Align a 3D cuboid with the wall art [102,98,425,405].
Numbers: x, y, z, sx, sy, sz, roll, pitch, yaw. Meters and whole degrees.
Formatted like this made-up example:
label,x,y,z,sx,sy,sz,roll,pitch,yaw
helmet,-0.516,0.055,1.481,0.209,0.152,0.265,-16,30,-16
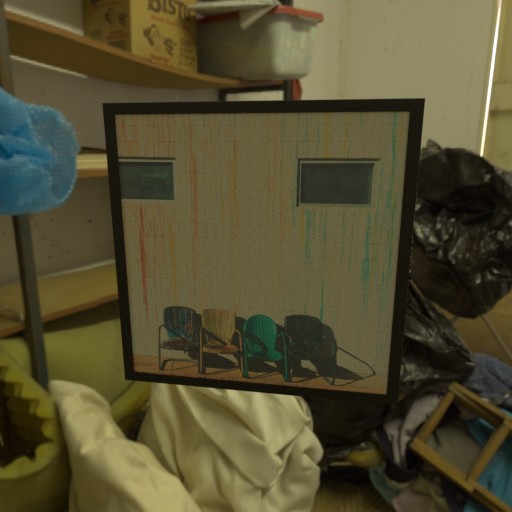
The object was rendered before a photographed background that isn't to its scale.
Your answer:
label,x,y,z,sx,sy,sz,roll,pitch,yaw
wall art,0.000,0.000,0.767,0.506,0.506,0.037,2,15,9
